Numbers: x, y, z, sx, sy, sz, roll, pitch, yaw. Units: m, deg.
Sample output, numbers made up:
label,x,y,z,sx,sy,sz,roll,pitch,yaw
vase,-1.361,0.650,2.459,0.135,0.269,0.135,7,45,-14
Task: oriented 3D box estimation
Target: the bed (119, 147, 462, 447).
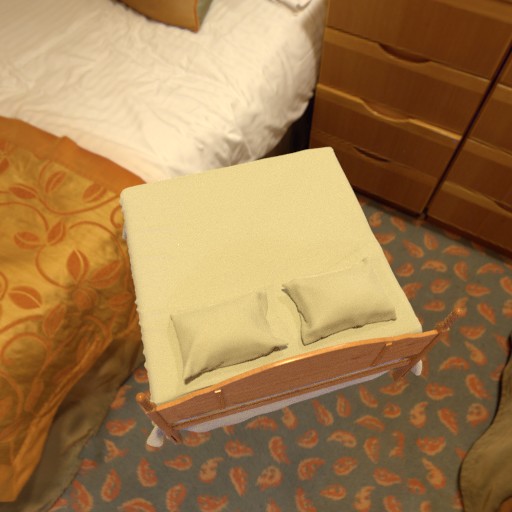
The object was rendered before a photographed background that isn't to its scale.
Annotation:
label,x,y,z,sx,sy,sz,roll,pitch,yaw
bed,0.000,0.000,3.565,2.322,1.355,2.219,-13,59,-8
